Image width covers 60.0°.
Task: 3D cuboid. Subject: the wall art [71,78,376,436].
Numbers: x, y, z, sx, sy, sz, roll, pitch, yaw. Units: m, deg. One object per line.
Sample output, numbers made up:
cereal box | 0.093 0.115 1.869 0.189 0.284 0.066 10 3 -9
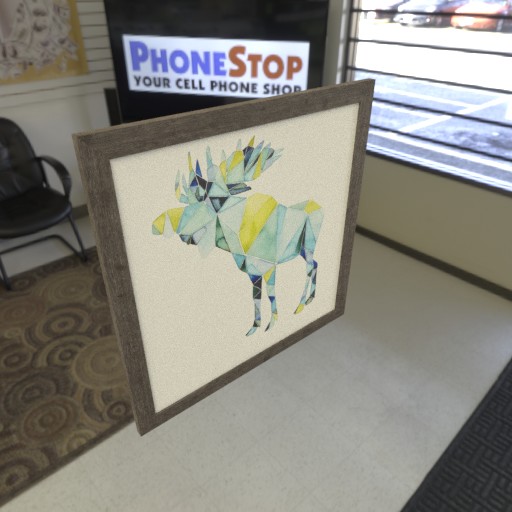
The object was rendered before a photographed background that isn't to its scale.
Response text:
wall art | 0.000 0.000 0.674 0.457 0.457 0.013 -23 39 -32
